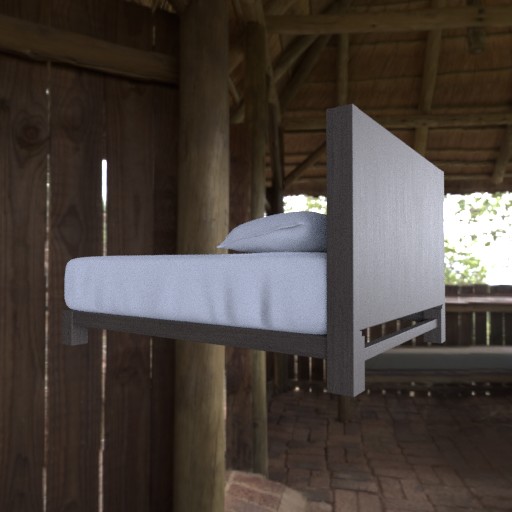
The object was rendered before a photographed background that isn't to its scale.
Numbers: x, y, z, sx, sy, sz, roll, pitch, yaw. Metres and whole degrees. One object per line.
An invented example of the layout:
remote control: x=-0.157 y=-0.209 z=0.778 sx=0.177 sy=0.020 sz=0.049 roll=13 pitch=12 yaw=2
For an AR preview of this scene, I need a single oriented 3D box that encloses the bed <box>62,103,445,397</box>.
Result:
bed: x=0.000 y=0.000 z=3.263 sx=2.242 sy=1.270 sz=1.727 roll=-1 pitch=-1 yaw=35
